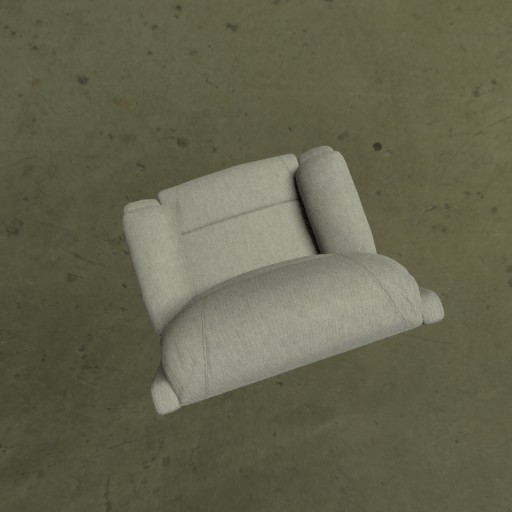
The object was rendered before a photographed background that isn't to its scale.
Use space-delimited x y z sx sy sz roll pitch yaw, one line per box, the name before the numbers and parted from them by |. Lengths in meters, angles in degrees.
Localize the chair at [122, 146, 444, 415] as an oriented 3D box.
chair | 0.000 0.000 1.730 0.930 1.011 0.899 -17 75 -5
